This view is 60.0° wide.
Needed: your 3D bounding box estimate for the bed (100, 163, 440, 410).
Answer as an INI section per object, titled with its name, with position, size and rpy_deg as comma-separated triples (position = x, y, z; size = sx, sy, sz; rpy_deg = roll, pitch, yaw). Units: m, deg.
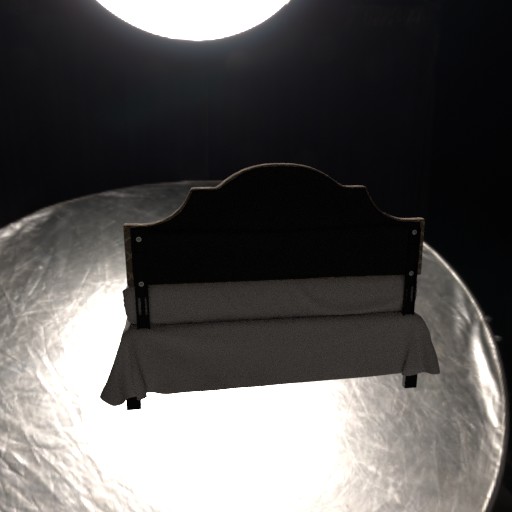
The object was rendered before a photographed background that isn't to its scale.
[bed]
position = 0.000, 0.000, 3.846
size = 2.314, 1.601, 2.222
rpy_deg = -2, 13, -8
